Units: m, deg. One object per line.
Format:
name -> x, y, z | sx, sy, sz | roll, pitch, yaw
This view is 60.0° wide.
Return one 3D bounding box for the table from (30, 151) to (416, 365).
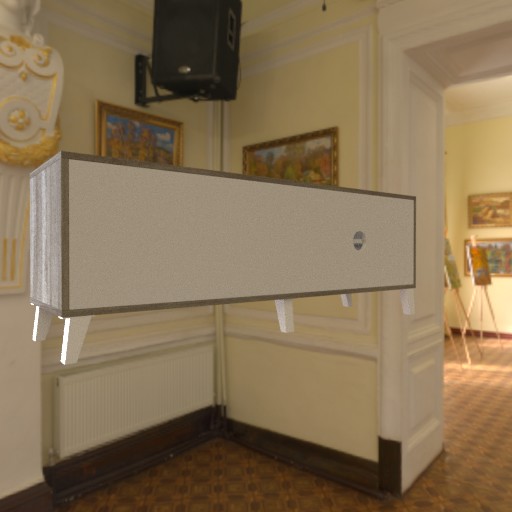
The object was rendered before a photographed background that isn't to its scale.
table -> 0.000, 0.000, 1.704 | 1.500, 0.530, 0.400 | 0, 1, -37
